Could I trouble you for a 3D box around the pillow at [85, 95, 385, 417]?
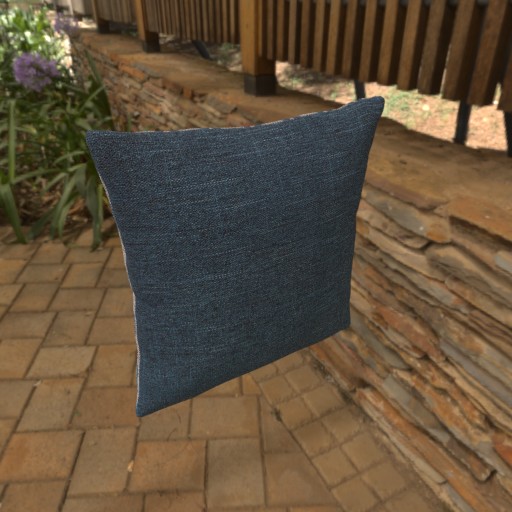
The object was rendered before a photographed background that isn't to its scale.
[{"bbox_3d":[0.000,0.000,0.670,0.435,0.435,0.159,-18,34,-28],"label":"pillow"}]
